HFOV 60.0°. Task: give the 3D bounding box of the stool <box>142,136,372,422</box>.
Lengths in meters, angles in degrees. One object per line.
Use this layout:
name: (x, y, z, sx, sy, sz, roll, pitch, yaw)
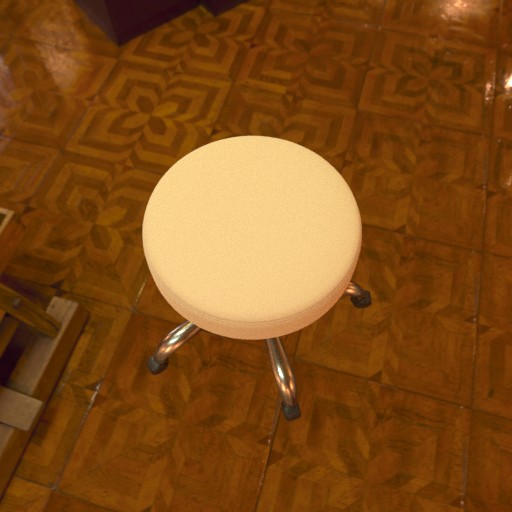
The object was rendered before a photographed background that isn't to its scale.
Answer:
stool: (0.000, 0.000, 1.055, 0.634, 0.482, 0.614, 17, 65, 8)
